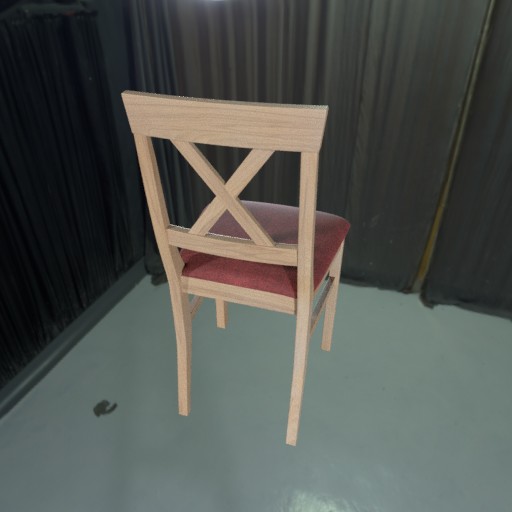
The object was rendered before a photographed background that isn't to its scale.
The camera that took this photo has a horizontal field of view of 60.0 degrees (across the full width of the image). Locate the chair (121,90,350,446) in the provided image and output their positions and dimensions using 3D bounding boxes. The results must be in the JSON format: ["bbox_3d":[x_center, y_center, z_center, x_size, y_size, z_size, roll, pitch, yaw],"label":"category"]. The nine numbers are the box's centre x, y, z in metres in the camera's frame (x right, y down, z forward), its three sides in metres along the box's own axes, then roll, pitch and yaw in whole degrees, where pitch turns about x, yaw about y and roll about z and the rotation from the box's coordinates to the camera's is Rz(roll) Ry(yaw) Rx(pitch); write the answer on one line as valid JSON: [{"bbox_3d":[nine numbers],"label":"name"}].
[{"bbox_3d":[0.000,0.000,1.178,0.439,0.912,0.492,10,34,15],"label":"chair"}]
